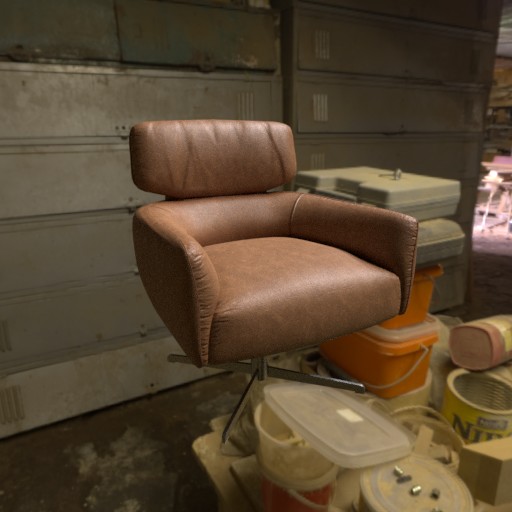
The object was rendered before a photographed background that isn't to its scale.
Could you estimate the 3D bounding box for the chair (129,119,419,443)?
[{"bbox_3d":[0.000,0.000,1.367,0.706,0.812,0.715,-9,19,-27],"label":"chair"}]
